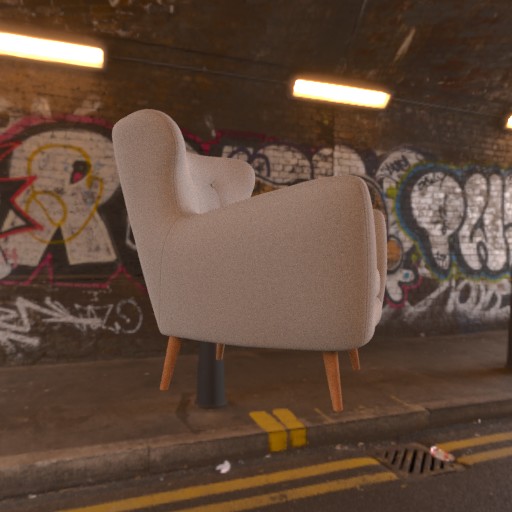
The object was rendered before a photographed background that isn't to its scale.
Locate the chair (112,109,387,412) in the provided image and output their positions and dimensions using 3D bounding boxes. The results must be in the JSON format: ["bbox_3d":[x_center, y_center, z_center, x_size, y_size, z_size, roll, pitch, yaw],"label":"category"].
[{"bbox_3d":[0.000,0.000,1.614,0.889,0.889,0.890,0,0,19],"label":"chair"}]
